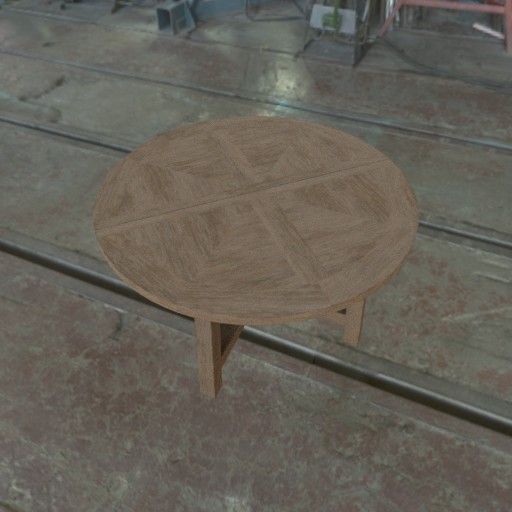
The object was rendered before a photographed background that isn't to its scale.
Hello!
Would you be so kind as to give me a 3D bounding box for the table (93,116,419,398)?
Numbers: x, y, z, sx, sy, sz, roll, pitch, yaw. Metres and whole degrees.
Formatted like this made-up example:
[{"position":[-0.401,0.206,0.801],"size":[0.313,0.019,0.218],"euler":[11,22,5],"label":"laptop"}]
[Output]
[{"position":[0.000,0.000,2.121],"size":[1.319,0.762,1.319],"euler":[0,45,0],"label":"table"}]
